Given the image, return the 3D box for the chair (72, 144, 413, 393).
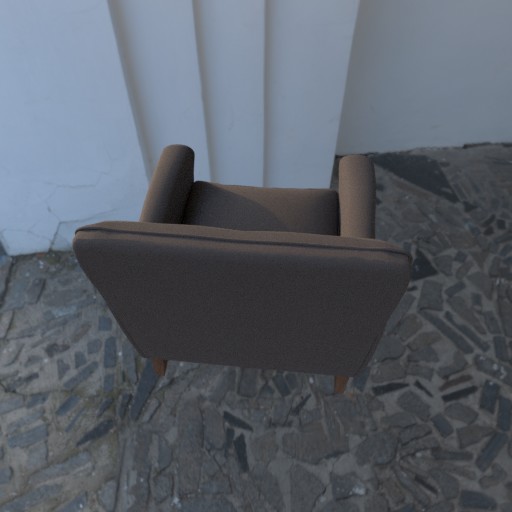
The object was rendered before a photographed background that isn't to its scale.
[{"bbox_3d":[0.000,0.000,1.582,0.836,0.911,0.831,4,48,4],"label":"chair"}]
